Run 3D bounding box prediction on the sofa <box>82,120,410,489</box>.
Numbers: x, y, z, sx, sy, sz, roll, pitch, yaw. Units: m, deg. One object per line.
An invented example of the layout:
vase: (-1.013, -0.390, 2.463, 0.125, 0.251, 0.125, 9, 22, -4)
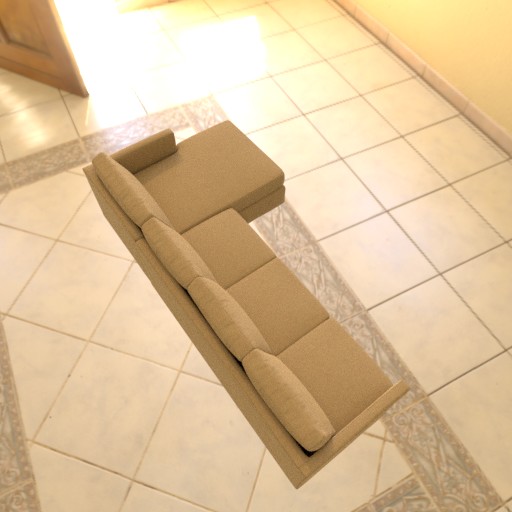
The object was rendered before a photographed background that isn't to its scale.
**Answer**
sofa: (0.000, 0.000, 3.810, 1.622, 0.867, 3.177, -32, 63, -19)
